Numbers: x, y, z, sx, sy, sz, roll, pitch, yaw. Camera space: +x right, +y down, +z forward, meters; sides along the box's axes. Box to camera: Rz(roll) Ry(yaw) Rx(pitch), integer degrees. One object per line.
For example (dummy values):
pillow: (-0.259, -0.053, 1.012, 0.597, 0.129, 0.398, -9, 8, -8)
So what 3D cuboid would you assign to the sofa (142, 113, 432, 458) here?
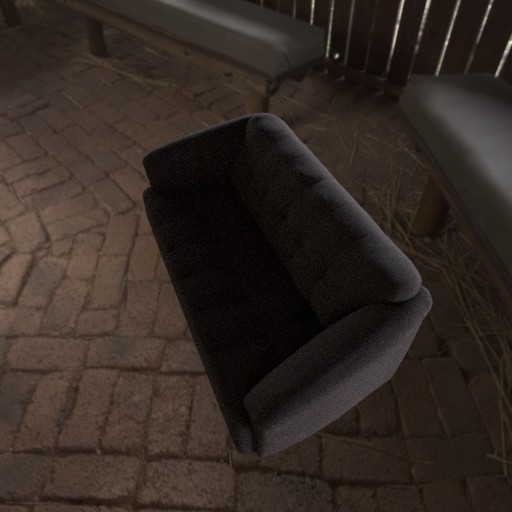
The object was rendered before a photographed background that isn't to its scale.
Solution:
sofa: (0.000, 0.000, 2.331, 0.887, 0.790, 1.849, -17, 49, -16)
